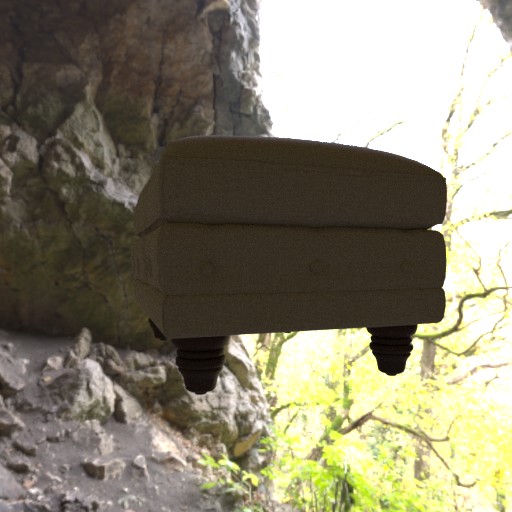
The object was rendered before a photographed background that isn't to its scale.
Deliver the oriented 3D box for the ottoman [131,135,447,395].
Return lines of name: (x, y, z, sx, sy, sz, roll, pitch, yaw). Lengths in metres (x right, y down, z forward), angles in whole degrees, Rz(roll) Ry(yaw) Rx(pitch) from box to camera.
ottoman: (0.000, 0.000, 1.048, 0.541, 0.463, 0.684, 0, -1, -18)
